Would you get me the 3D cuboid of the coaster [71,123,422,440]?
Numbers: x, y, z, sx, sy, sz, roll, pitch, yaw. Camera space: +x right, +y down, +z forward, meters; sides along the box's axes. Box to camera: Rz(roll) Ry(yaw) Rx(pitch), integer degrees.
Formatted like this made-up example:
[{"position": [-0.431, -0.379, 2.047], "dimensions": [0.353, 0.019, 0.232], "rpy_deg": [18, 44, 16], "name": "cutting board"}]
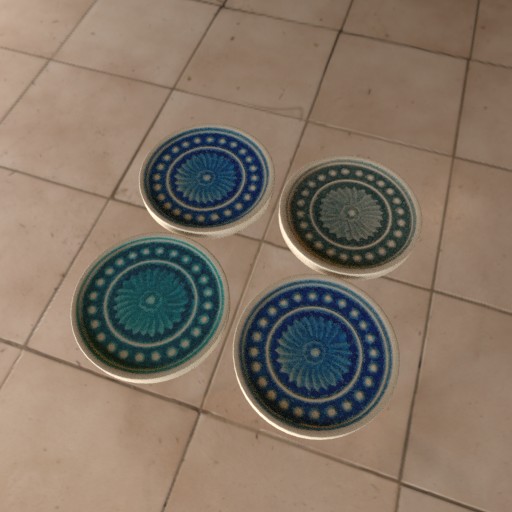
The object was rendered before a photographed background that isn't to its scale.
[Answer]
[{"position": [0.000, 0.000, 0.324], "dimensions": [0.224, 0.010, 0.220], "rpy_deg": [15, 64, 8], "name": "coaster"}]
